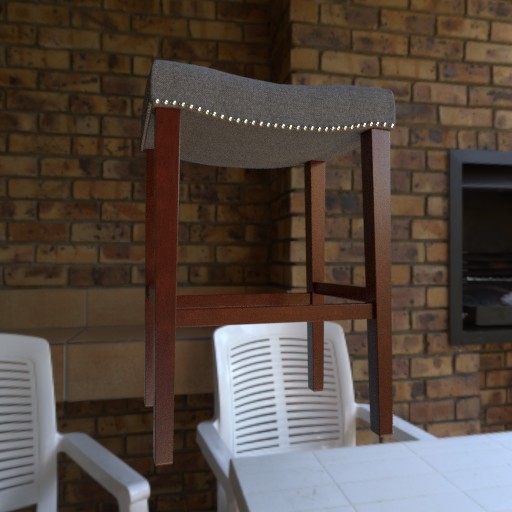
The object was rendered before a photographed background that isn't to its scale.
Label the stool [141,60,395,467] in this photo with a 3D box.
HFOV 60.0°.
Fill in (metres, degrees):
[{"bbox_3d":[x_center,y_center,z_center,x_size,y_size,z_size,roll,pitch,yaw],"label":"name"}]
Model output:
[{"bbox_3d":[0.000,0.000,1.018,0.504,0.742,0.372,0,-1,-17],"label":"stool"}]
